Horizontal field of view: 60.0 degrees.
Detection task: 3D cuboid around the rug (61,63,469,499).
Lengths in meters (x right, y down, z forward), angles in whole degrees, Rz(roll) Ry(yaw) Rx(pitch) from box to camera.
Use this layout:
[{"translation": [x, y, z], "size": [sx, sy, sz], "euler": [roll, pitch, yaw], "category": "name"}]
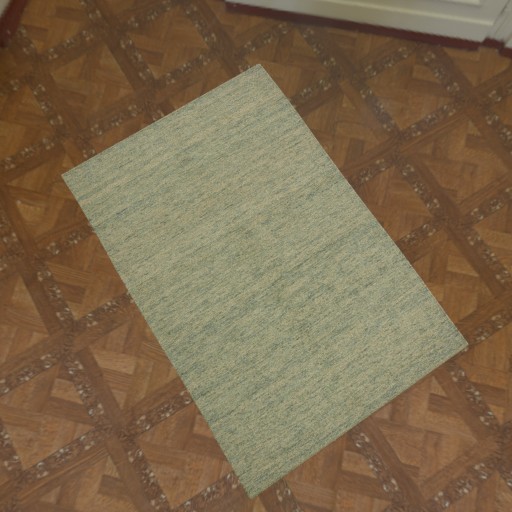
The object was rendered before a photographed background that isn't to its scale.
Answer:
[{"translation": [0.000, 0.000, 2.758], "size": [1.547, 0.013, 2.283], "euler": [-32, 79, -7], "category": "rug"}]
